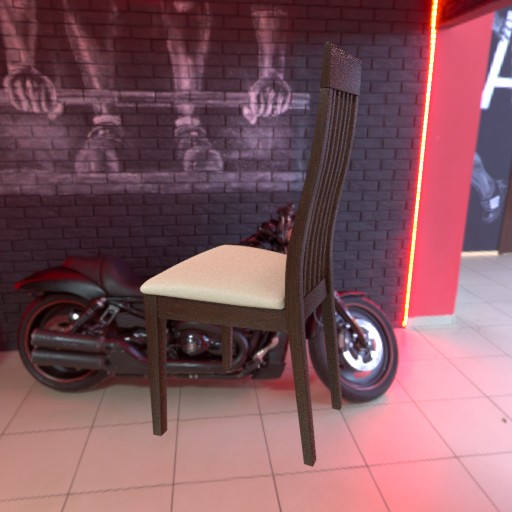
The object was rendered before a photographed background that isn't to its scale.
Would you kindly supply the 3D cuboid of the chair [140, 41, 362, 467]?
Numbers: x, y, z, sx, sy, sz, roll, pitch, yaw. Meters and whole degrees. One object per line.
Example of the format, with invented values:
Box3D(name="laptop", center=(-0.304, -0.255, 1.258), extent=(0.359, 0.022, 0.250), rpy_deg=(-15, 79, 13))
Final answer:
Box3D(name="chair", center=(0.000, 0.000, 1.252), extent=(0.474, 1.027, 0.460), rpy_deg=(7, 17, 24))
